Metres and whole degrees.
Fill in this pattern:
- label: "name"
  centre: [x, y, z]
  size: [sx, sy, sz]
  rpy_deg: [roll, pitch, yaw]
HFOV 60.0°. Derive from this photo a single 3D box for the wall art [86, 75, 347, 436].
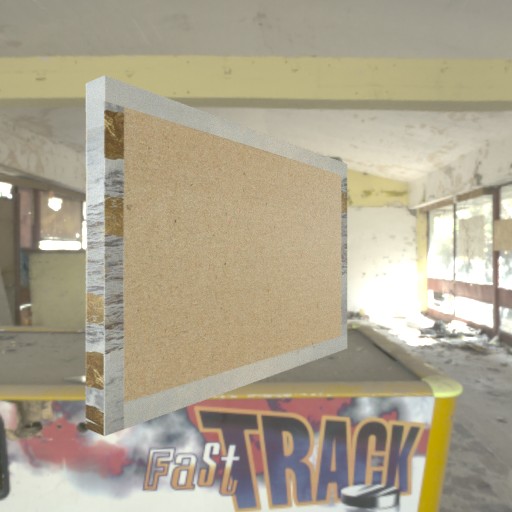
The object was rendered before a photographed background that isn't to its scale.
- label: "wall art"
  centre: [0.000, 0.000, 0.750]
  size: [0.041, 0.407, 0.606]
  rpy_deg: [0, 0, 38]
